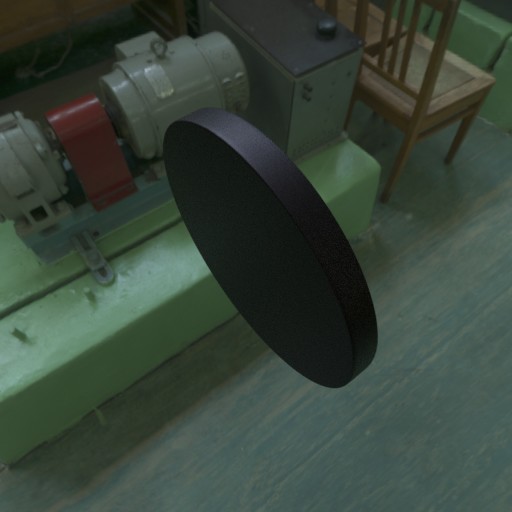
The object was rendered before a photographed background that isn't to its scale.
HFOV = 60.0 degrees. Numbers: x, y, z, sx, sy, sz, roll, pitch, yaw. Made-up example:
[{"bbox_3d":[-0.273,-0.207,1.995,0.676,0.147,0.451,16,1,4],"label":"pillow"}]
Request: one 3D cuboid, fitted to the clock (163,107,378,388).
[{"bbox_3d":[0.000,0.000,0.469,0.029,0.314,0.314,-33,64,-19],"label":"clock"}]
